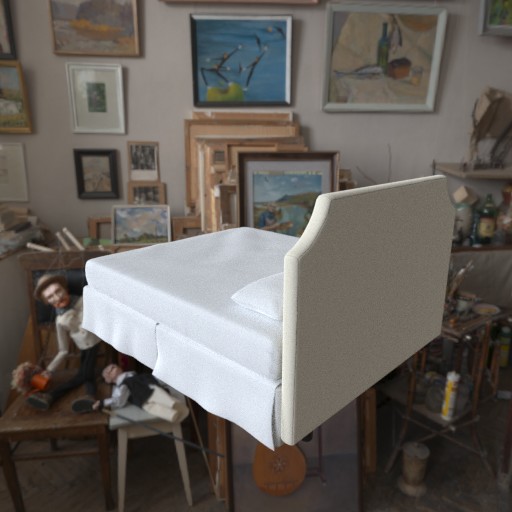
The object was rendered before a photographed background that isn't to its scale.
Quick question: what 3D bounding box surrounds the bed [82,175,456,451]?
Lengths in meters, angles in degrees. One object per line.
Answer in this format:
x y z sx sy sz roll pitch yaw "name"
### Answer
0.000 0.000 4.192 2.773 1.590 2.350 15 22 42 "bed"
